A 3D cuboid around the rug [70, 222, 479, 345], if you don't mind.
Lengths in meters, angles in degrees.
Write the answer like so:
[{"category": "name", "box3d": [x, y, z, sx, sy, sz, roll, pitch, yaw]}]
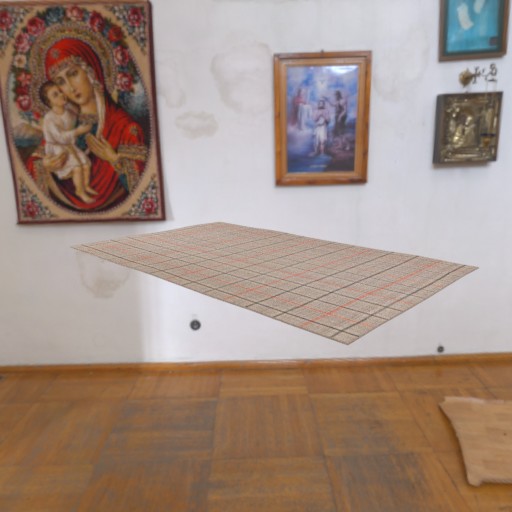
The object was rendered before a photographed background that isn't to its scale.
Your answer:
[{"category": "rug", "box3d": [0.000, 0.000, 3.076, 2.439, 0.015, 1.524, 13, 19, 42]}]
